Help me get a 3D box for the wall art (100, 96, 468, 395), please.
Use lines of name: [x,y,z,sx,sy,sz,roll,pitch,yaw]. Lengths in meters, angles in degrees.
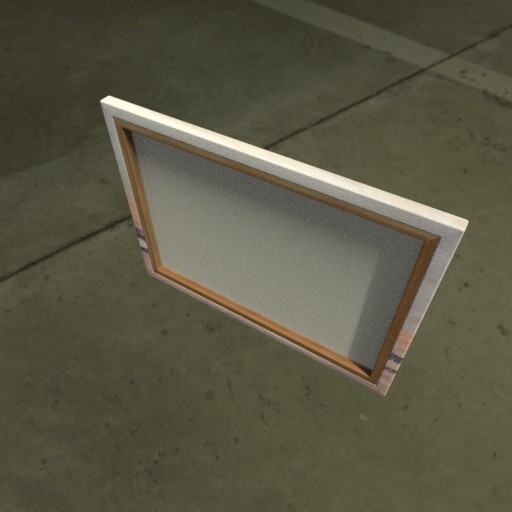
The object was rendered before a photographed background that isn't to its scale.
wall art: [0.000,0.000,1.369,1.015,0.763,0.038,24,52,21]
